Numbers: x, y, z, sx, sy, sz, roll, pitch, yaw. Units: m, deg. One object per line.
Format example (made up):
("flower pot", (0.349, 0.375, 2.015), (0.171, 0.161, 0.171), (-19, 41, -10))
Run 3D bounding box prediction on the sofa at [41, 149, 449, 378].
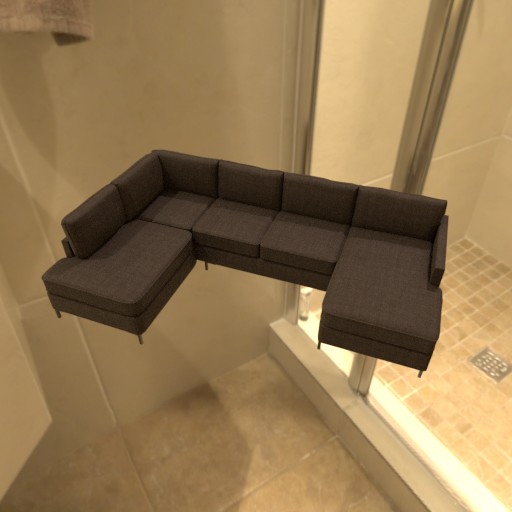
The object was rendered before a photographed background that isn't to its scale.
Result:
("sofa", (0.000, 0.000, 4.283), (3.423, 0.999, 2.048), (13, 40, 16))
